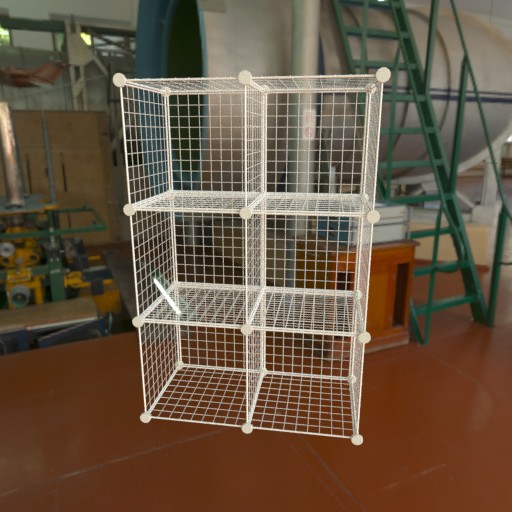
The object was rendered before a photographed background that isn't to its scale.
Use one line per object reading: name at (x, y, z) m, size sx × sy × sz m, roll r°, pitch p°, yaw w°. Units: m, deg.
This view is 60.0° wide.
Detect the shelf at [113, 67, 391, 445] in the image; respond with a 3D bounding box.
shelf at (0.000, 0.000, 1.427) m, size 0.711 × 1.067 × 0.356 m, roll 2°, pitch 16°, yaw 9°
